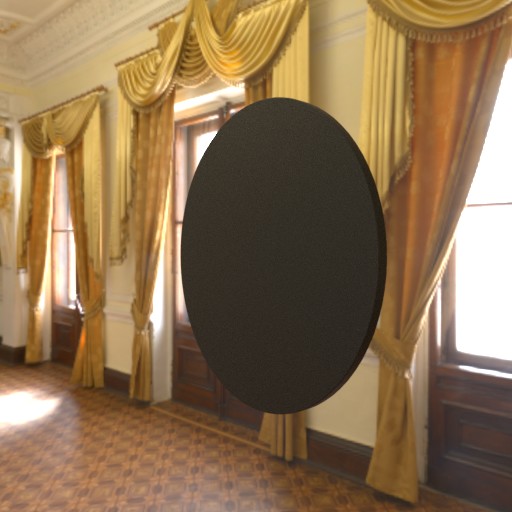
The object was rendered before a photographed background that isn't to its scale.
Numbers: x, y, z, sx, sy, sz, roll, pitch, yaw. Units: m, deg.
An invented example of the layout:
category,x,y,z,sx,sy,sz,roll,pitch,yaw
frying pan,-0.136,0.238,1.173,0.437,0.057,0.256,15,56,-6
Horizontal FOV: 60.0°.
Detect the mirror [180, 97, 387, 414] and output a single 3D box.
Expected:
category,x,y,z,sx,sy,sz,roll,pitch,yaw
mirror,0.000,0.000,1.572,0.036,1.077,1.077,0,1,-37
